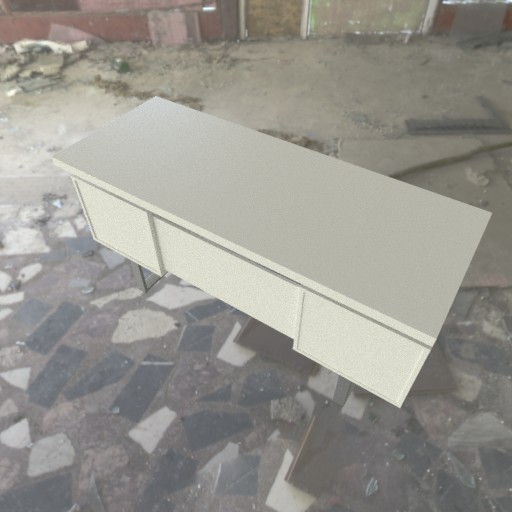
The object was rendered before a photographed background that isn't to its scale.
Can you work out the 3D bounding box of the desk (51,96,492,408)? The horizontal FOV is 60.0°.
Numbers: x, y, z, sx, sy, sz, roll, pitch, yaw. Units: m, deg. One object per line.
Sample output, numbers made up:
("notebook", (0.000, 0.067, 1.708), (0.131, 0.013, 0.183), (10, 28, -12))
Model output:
("desk", (0.000, 0.000, 1.899), (1.530, 0.773, 0.603), (25, 51, 22))
